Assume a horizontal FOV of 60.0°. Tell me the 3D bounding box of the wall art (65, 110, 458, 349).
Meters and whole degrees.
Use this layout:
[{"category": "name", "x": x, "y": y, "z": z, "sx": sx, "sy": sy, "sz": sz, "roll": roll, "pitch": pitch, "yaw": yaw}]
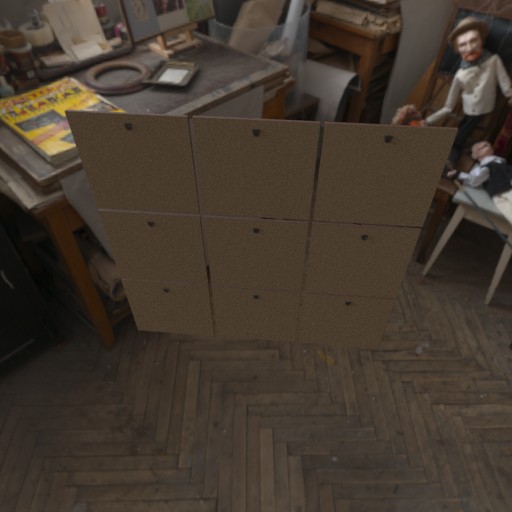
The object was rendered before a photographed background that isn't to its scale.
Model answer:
[{"category": "wall art", "x": 0.000, "y": 0.000, "z": 2.275, "sx": 1.533, "sy": 1.532, "sz": 0.019, "roll": 4, "pitch": 46, "yaw": 4}]
